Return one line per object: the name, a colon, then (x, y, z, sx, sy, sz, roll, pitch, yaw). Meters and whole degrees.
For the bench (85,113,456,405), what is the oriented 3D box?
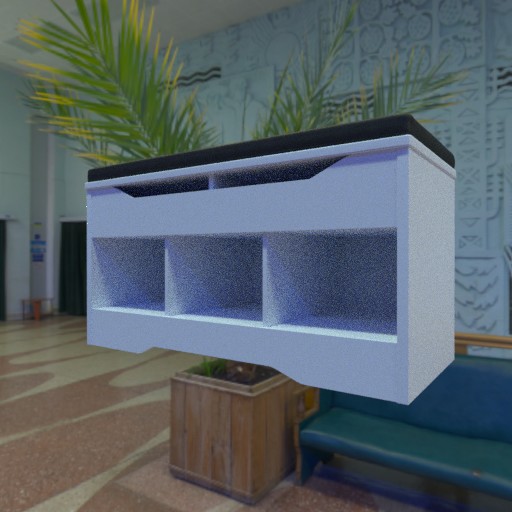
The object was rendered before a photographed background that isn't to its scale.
bench: (0.000, 0.000, 1.159, 0.899, 0.500, 0.401, 0, 0, 34)
